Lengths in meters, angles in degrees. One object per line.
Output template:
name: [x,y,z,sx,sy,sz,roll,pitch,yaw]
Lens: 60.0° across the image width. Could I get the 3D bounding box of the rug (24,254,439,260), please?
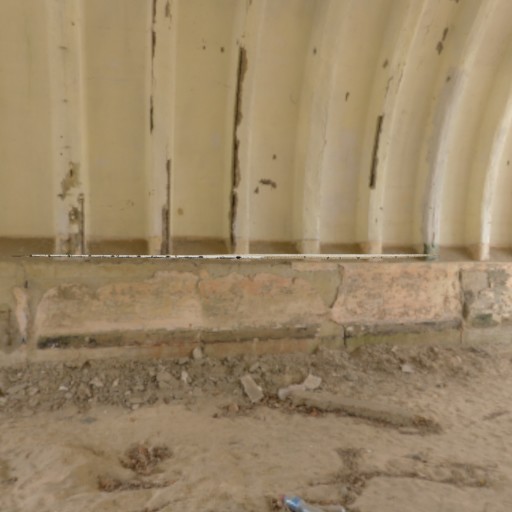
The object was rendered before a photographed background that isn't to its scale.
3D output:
rug: [0.000,0.000,4.020,2.342,0.026,3.221,0,0,37]
